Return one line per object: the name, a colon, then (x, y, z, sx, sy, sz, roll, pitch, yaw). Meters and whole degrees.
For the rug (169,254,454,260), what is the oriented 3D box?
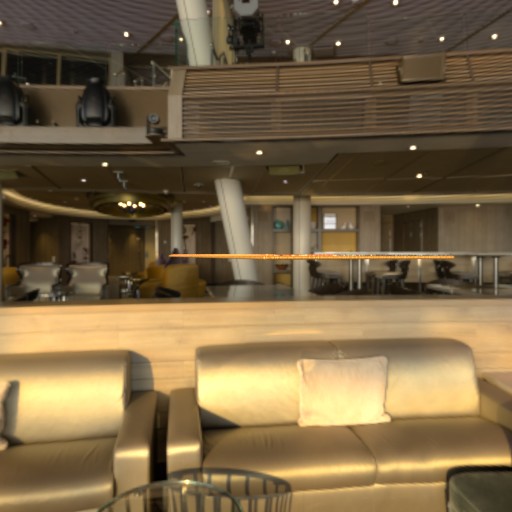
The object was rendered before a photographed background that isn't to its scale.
rug: (0.000, 0.000, 1.991, 0.556, 0.013, 1.820, 0, 0, -18)
